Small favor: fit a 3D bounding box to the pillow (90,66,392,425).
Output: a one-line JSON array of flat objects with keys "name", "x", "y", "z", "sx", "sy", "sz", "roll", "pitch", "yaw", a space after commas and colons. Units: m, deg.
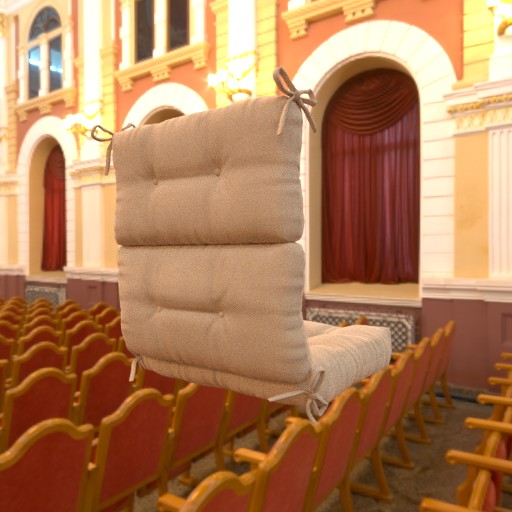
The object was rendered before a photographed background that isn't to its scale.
[{"name": "pillow", "x": 0.000, "y": 0.000, "z": 1.051, "sx": 0.519, "sy": 0.605, "sz": 0.571, "roll": 0, "pitch": 0, "yaw": 35}]
